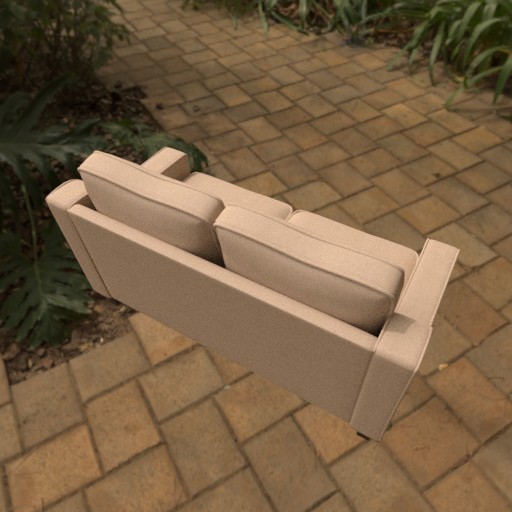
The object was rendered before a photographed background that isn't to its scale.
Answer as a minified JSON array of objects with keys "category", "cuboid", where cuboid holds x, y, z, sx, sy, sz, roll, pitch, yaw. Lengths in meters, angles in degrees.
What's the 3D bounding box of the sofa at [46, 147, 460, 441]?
[{"category":"sofa","cuboid":[0.000,0.000,3.308,2.587,1.562,1.351,23,50,21]}]
